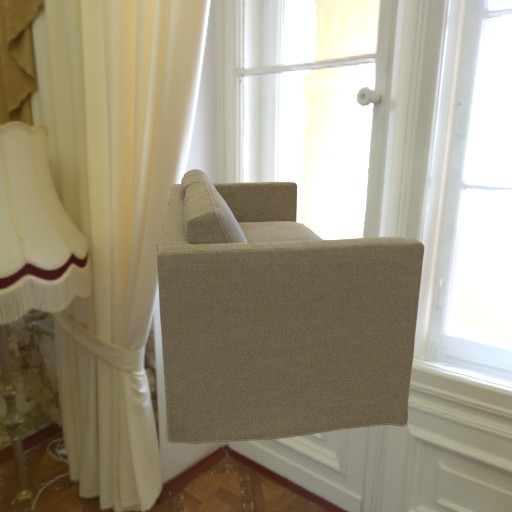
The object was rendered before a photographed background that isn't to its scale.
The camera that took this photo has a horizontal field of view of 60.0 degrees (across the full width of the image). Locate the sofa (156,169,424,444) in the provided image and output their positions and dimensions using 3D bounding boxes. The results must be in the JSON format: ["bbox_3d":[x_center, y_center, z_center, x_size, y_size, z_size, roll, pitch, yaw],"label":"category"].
[{"bbox_3d":[0.000,0.000,2.466,0.956,0.847,1.987,-2,16,-8],"label":"sofa"}]
